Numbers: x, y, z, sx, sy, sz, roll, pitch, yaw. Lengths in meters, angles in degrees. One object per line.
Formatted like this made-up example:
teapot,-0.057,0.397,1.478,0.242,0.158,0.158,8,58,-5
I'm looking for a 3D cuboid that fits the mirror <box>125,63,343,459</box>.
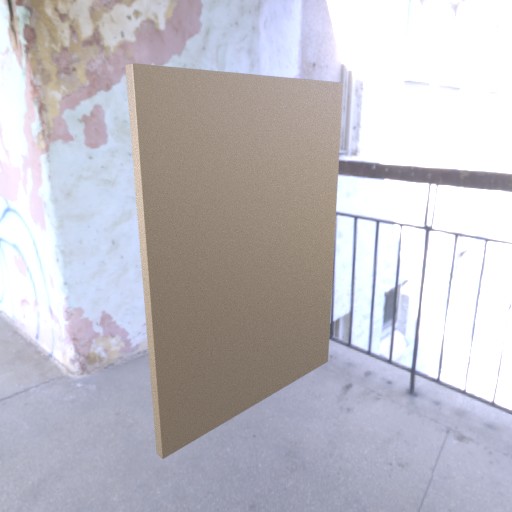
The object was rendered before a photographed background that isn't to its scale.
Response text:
mirror,0.000,0.000,1.350,0.756,1.023,0.032,-16,23,-41
